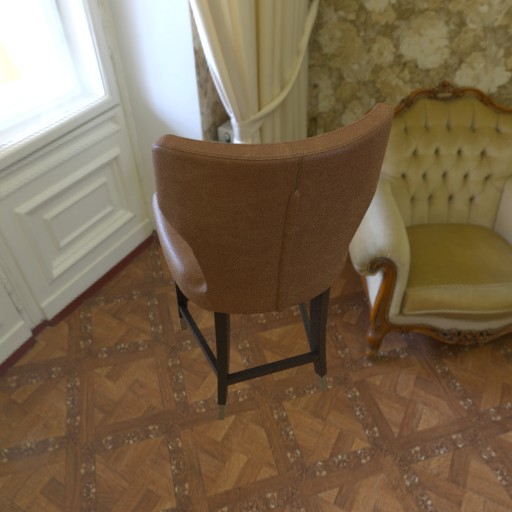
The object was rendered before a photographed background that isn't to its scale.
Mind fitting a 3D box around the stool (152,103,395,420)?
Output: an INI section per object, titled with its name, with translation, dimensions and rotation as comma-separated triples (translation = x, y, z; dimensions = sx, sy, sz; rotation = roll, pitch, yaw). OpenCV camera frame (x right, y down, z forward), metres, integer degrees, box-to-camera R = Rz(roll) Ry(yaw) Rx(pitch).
[stool]
translation = 0.000, 0.000, 1.305
dimensions = 0.526, 0.982, 0.563
rotation = -12, 43, -13
